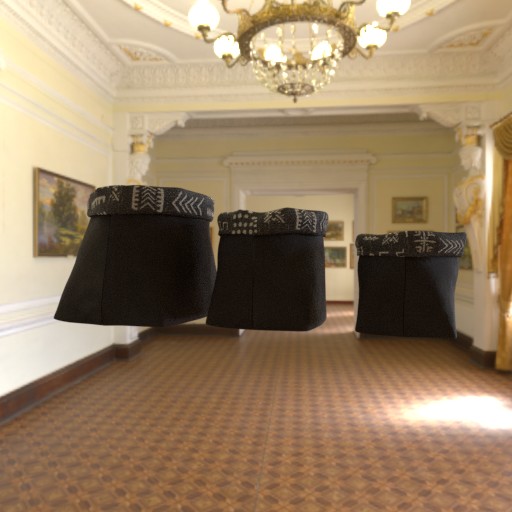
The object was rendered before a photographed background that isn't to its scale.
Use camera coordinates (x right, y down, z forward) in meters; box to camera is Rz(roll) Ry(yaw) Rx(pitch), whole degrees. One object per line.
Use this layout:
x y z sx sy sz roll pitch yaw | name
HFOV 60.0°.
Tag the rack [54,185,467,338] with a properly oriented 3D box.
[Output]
0.000 0.000 1.068 0.905 0.323 0.379 0 0 18 | rack
